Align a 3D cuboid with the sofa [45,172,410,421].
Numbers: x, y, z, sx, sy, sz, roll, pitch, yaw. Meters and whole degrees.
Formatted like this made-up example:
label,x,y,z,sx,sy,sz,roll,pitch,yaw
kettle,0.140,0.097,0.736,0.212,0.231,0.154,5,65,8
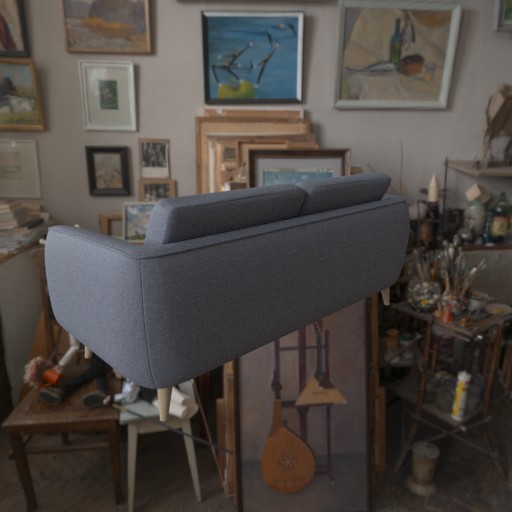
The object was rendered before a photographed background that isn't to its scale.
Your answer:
label,x,y,z,sx,sy,sz,roll,pitch,yaw
sofa,0.000,0.000,2.531,2.000,0.870,0.920,-15,22,-42
